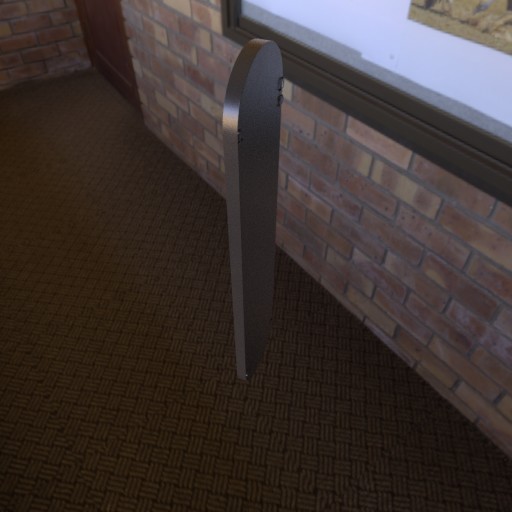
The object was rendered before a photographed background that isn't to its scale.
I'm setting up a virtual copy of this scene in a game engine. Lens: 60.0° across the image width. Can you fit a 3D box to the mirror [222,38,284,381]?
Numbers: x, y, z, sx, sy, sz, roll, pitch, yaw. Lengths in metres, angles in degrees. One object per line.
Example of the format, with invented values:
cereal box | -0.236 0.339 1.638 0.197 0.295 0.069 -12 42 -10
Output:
mirror | 0.000 0.000 1.076 0.032 0.991 0.222 16 48 15
